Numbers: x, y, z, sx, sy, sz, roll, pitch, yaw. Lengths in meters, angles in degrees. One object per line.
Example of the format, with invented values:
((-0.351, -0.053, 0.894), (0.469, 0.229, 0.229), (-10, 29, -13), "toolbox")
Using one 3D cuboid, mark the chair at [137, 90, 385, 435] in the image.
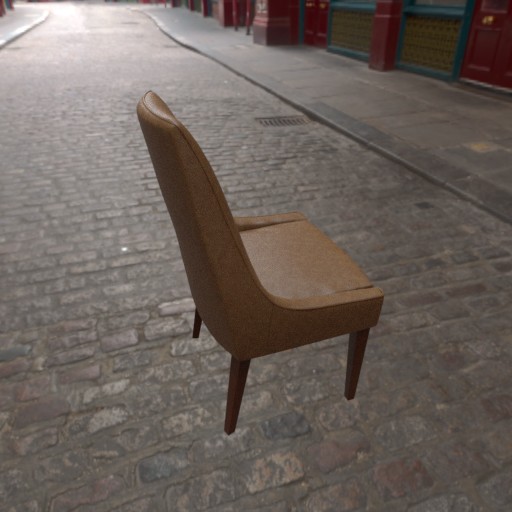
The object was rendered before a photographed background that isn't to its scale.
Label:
((0.000, 0.000, 1.247), (0.544, 0.861, 0.529), (-10, 32, -17), "chair")
